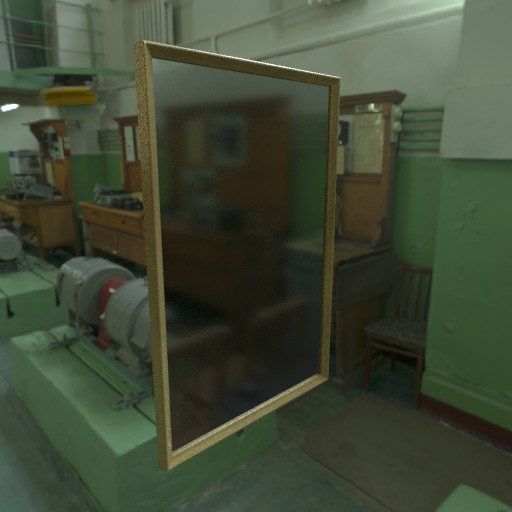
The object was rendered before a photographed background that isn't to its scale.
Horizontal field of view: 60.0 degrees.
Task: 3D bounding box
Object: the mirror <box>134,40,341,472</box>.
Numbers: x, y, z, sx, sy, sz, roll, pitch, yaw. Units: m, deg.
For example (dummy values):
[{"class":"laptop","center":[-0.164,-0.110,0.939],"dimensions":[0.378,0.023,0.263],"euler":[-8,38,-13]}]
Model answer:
[{"class":"mirror","center":[0.000,0.000,1.132],"dimensions":[0.609,0.915,0.041],"euler":[-13,18,-43]}]
